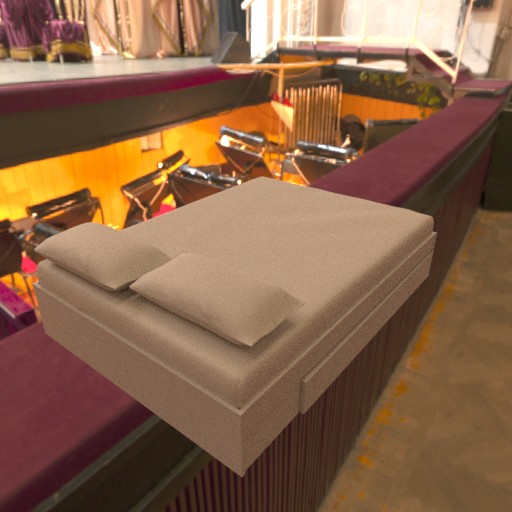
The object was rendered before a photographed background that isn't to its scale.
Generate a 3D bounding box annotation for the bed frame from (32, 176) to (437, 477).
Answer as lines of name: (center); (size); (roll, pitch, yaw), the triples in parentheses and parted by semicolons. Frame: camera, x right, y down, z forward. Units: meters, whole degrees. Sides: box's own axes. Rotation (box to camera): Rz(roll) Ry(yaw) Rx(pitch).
bed frame: (0.000, 0.000, 2.589); (1.450, 0.629, 1.950); (20, 33, 34)
